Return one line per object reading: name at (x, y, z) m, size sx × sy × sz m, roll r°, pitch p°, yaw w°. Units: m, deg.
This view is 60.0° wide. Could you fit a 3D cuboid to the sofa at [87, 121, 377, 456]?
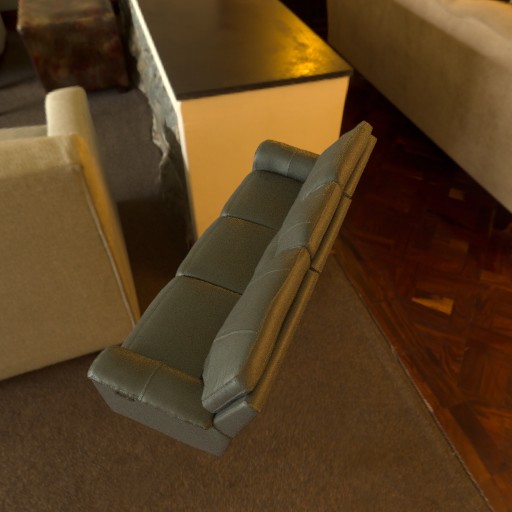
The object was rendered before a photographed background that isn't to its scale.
sofa at (0.000, 0.000, 3.220) m, size 1.104 × 1.134 × 2.627 m, roll 17°, pitch 48°, yaw 16°
